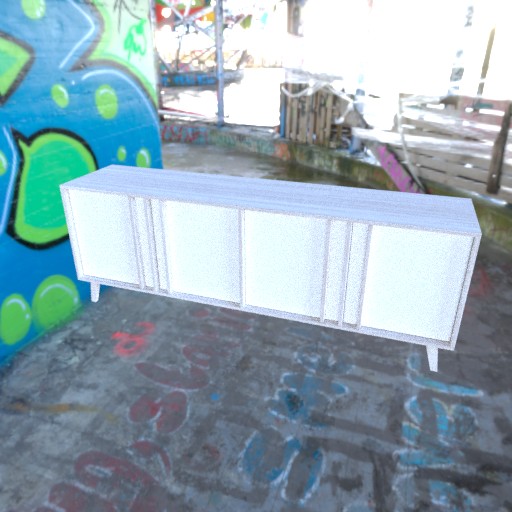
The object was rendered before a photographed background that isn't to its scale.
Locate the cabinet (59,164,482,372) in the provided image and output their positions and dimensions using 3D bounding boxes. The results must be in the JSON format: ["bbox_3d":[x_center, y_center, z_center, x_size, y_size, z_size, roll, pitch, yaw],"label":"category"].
[{"bbox_3d":[0.000,0.000,2.588,2.200,0.780,0.500,8,27,17],"label":"cabinet"}]
